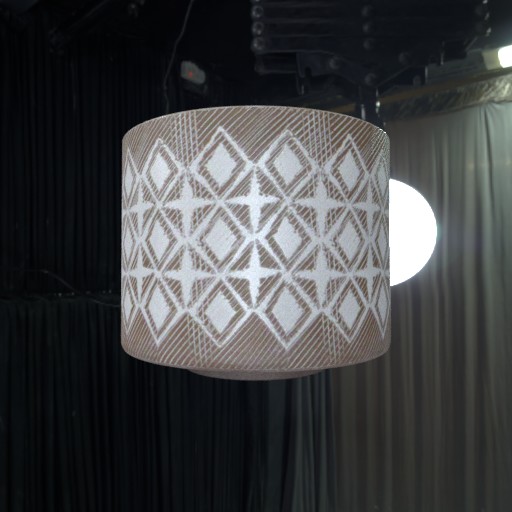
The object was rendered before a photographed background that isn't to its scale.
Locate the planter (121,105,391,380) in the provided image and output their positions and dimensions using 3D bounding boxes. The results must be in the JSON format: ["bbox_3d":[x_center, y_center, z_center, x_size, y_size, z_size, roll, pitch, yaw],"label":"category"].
[{"bbox_3d":[0.000,0.000,0.218,0.126,0.104,0.126,0,-1,0],"label":"planter"}]
